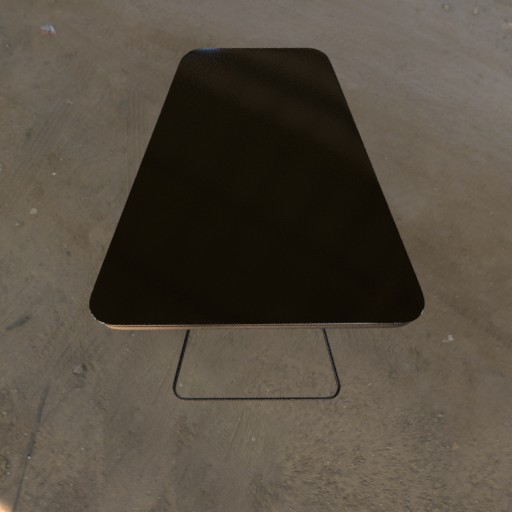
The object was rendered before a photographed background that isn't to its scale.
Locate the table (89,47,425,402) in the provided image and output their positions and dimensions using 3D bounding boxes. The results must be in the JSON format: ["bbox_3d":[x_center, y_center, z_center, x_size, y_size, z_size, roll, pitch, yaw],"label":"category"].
[{"bbox_3d":[0.000,0.000,0.939,0.427,0.624,0.500,0,64,0],"label":"table"}]
